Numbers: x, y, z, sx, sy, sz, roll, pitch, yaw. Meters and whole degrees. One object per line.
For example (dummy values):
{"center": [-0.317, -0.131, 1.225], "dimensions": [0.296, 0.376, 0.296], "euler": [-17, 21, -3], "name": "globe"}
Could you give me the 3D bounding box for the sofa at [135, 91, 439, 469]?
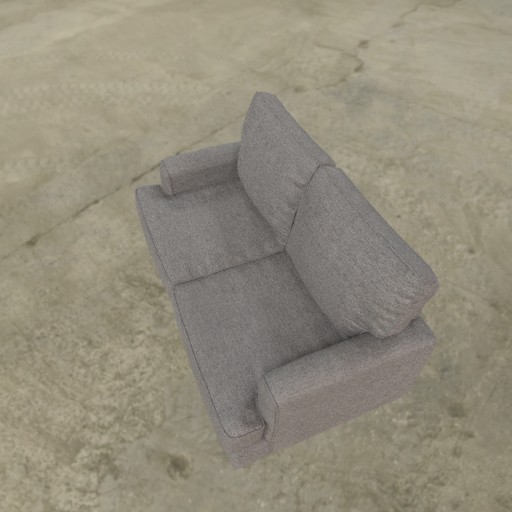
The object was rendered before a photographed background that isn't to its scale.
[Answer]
{"center": [0.000, 0.000, 2.255], "dimensions": [0.965, 0.965, 1.651], "euler": [-17, 50, -15], "name": "sofa"}
